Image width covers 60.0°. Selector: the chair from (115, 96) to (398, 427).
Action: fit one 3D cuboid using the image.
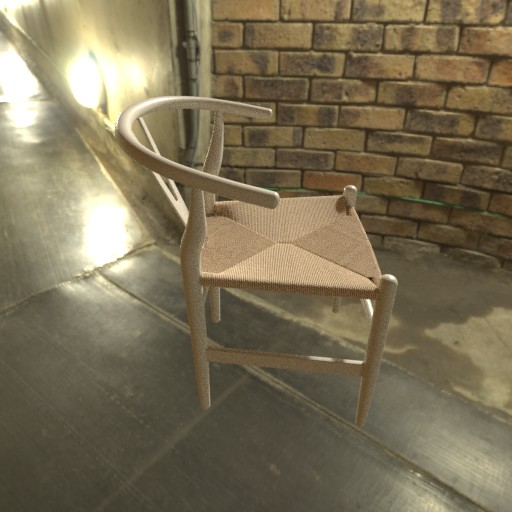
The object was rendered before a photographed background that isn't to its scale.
[{"bbox_3d":[0.000,0.000,1.132,0.579,0.730,0.569,0,33,0],"label":"chair"}]
